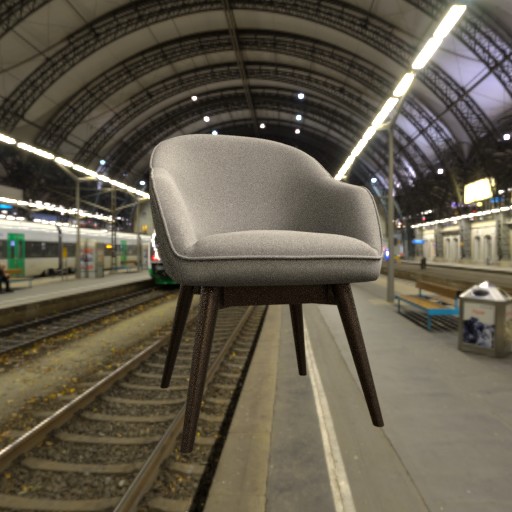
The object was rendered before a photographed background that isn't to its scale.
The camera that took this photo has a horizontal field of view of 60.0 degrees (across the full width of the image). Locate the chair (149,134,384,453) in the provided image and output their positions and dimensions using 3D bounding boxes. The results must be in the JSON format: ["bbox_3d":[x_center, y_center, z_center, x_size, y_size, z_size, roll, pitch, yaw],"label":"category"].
[{"bbox_3d":[0.000,0.000,1.233,0.589,0.810,0.611,0,1,-17],"label":"chair"}]
